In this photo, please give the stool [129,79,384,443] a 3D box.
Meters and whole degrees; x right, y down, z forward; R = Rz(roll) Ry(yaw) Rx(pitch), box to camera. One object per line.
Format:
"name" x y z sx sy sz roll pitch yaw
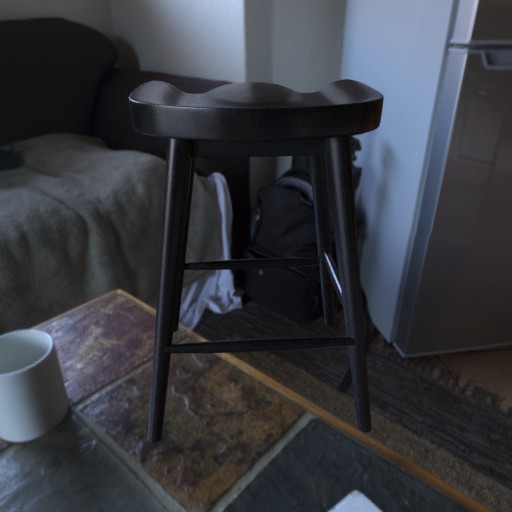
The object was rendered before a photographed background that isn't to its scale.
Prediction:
"stool" 0.000 0.000 0.870 0.440 0.615 0.361 -2 29 -3
